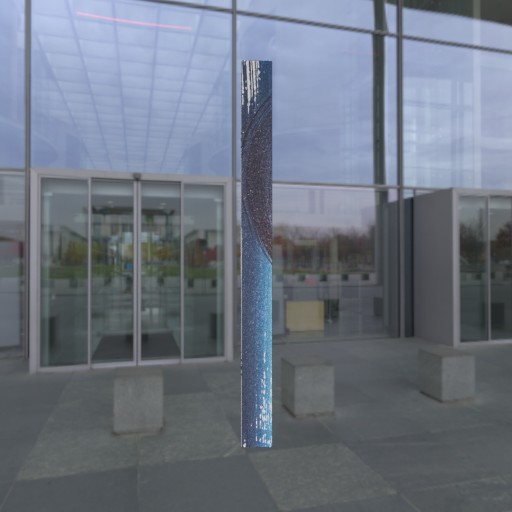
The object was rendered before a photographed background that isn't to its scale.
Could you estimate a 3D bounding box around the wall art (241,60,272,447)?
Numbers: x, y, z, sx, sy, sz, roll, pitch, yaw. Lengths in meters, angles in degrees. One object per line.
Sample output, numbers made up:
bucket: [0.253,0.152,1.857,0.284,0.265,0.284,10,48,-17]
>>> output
wall art: [0.000,0.000,0.769,0.033,0.406,0.609,0,-1,0]
